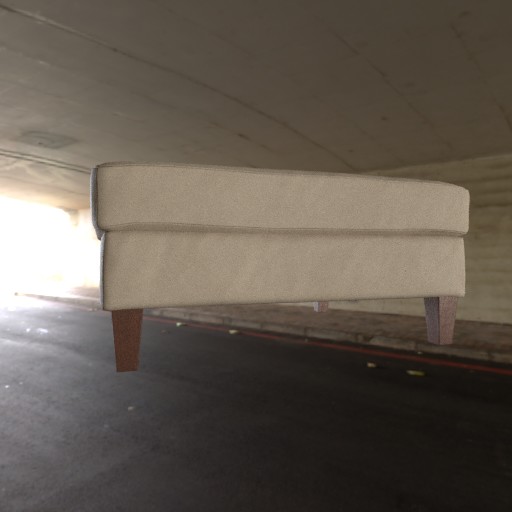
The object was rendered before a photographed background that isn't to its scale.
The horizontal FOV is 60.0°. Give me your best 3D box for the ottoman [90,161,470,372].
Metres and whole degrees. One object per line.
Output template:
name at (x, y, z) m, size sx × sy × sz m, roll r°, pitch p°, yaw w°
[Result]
ottoman at (0.000, 0.000, 1.453) m, size 1.002 × 0.492 × 0.836 m, roll 0°, pitch 0°, yaw -19°
